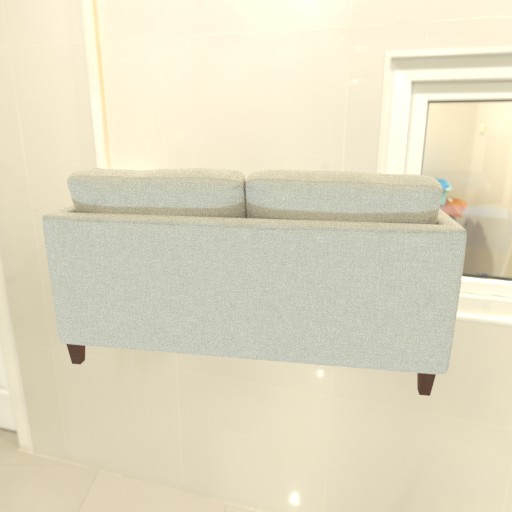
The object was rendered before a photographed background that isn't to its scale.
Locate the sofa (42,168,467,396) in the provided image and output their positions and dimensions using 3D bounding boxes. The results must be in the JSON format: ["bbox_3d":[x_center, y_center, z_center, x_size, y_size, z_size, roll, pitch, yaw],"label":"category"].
[{"bbox_3d":[0.000,0.000,2.373,1.838,0.963,0.950,3,17,9],"label":"sofa"}]
